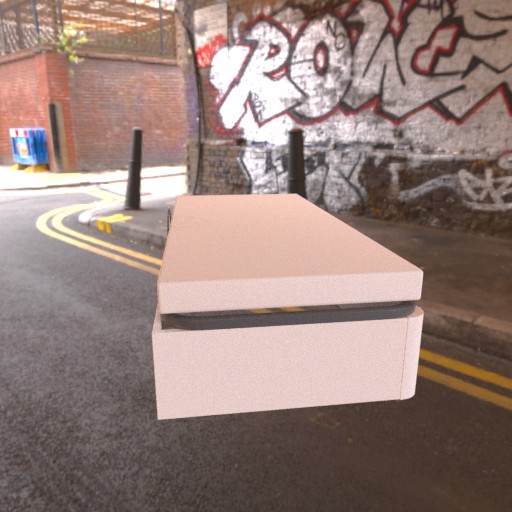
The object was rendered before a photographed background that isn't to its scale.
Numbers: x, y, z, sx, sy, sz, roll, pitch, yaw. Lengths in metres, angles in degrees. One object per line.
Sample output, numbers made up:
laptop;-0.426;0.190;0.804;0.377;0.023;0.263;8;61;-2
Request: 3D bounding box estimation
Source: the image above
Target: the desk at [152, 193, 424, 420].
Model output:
desk;0.000;0.000;2.312;0.900;0.526;1.900;-2;16;-8
